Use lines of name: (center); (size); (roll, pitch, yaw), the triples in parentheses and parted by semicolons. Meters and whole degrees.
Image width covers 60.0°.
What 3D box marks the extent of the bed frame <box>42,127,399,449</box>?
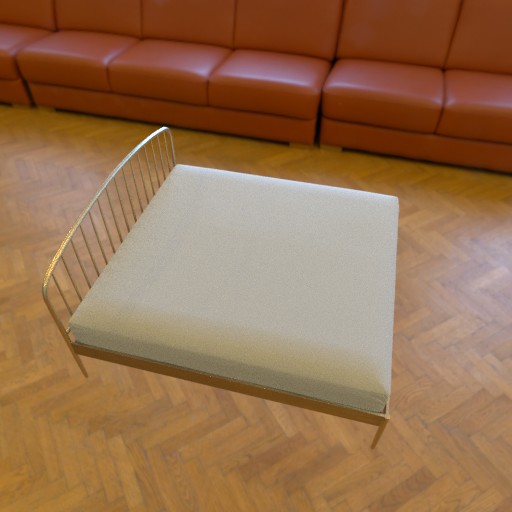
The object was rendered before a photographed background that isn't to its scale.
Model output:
bed frame: (0.000, 0.000, 3.410); (2.152, 1.174, 2.016); (10, 46, 10)
